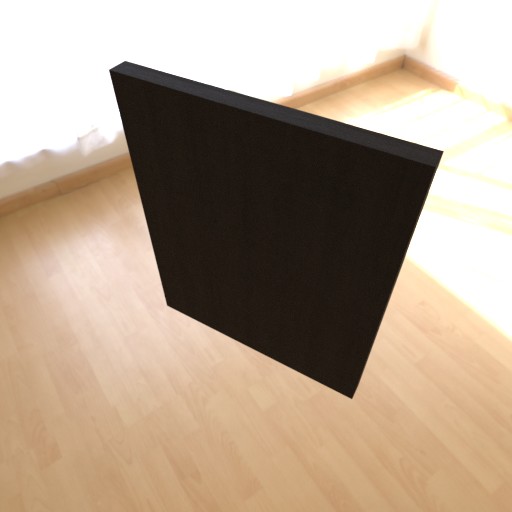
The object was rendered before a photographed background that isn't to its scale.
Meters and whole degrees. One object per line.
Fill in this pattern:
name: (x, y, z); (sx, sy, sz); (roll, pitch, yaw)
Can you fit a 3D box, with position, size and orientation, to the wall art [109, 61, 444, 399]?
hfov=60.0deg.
wall art: (0.000, 0.000, 0.755); (0.455, 0.552, 0.034); (23, 51, 20)
